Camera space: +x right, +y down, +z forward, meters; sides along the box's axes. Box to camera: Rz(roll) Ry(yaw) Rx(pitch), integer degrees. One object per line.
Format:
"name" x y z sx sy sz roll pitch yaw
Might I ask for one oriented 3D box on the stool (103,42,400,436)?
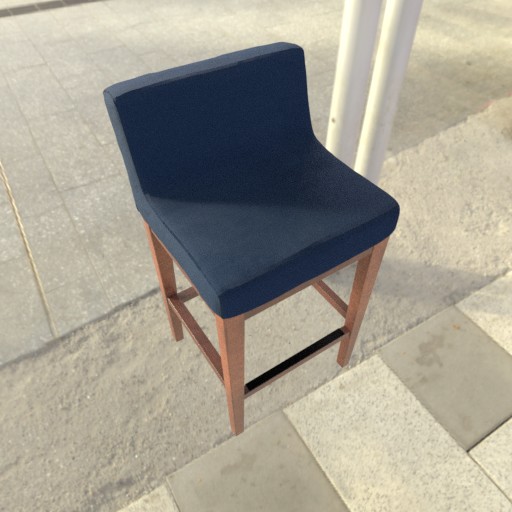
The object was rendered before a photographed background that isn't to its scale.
"stool" 0.000 0.000 1.250 0.511 0.945 0.516 -25 51 -23
